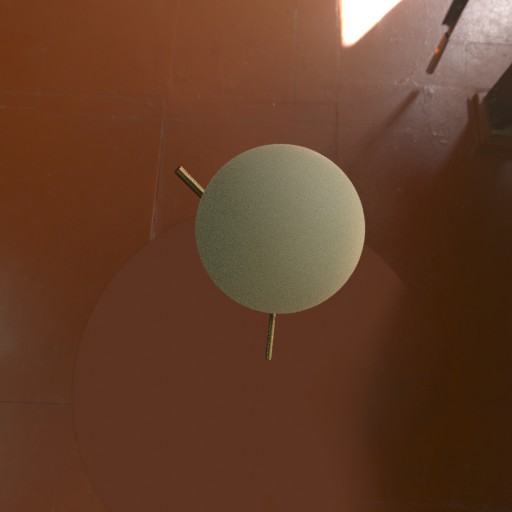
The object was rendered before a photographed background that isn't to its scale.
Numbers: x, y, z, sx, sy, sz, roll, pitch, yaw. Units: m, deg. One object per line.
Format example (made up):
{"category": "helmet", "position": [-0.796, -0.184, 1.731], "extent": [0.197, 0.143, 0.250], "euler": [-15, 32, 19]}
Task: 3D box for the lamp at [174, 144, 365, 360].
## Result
{"category": "lamp", "position": [0.000, 0.000, 0.677], "extent": [0.251, 0.552, 0.210], "euler": [35, 78, 9]}
